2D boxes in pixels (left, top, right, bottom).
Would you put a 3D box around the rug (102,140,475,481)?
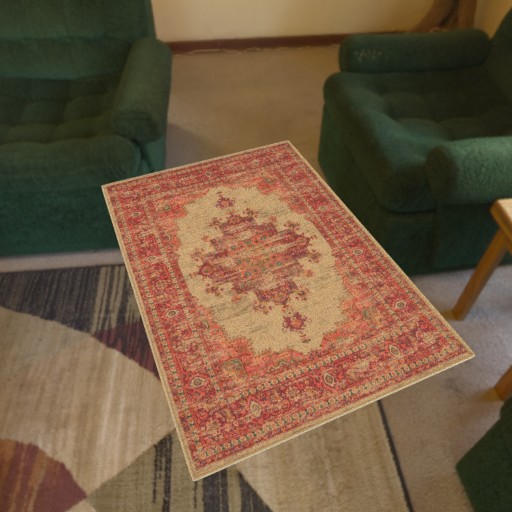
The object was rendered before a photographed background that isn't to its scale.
[{"bbox_3d":[0.000,0.000,2.815,1.555,0.011,2.232,-17,49,-16],"label":"rug"}]
